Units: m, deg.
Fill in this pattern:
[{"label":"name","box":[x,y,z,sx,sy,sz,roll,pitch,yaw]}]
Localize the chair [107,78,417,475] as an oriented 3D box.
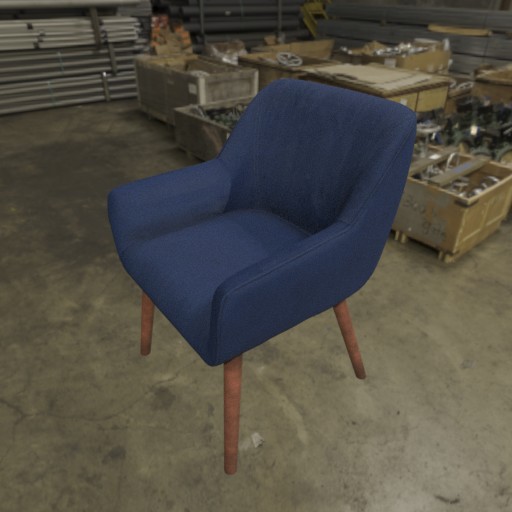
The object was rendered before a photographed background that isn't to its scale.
[{"label":"chair","box":[0.000,0.000,1.223,0.600,0.820,0.600,-21,37,-30]}]
